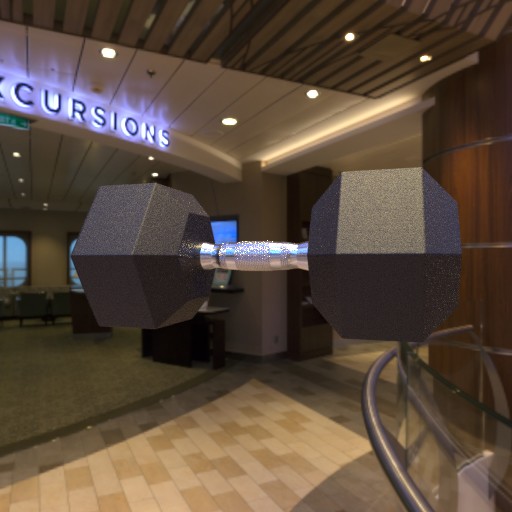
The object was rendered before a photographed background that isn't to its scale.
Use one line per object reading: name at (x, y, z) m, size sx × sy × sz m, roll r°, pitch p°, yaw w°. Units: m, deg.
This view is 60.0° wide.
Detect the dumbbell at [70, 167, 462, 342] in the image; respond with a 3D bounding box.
dumbbell at (0.000, 0.000, 0.467) m, size 0.384 × 0.150 × 0.173 m, roll 0°, pitch -1°, yaw 17°
